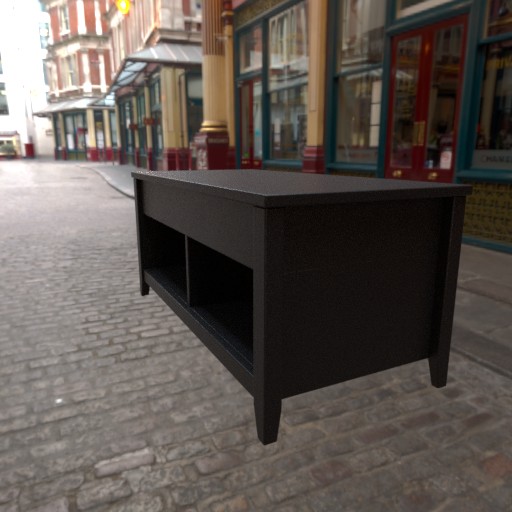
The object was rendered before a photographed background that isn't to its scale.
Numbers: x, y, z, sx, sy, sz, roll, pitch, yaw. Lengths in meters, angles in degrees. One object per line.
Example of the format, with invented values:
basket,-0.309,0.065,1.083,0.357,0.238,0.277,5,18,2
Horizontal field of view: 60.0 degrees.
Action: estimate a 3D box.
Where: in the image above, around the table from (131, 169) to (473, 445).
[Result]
table,0.000,0.000,1.293,0.483,0.457,1.016,-7,15,-26
